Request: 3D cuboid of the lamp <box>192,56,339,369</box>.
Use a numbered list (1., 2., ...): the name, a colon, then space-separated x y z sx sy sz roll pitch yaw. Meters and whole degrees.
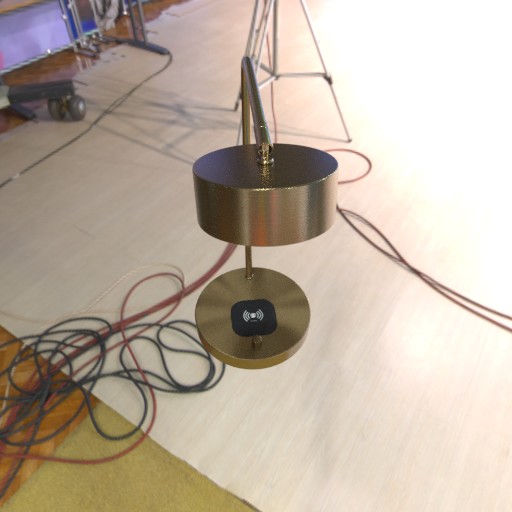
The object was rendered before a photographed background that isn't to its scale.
1. lamp: 0.000 0.000 0.503 0.171 0.380 0.270 -4 46 -4
